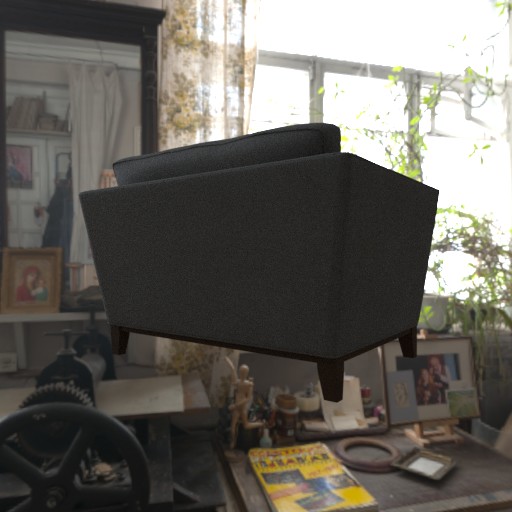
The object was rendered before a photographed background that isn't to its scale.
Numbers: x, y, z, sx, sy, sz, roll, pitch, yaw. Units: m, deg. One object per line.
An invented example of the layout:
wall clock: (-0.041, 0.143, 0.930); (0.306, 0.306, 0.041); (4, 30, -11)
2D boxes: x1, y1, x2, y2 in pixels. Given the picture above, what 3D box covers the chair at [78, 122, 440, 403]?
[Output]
chair: (0.000, 0.000, 2.066); (1.396, 0.942, 0.965); (0, 0, 37)
